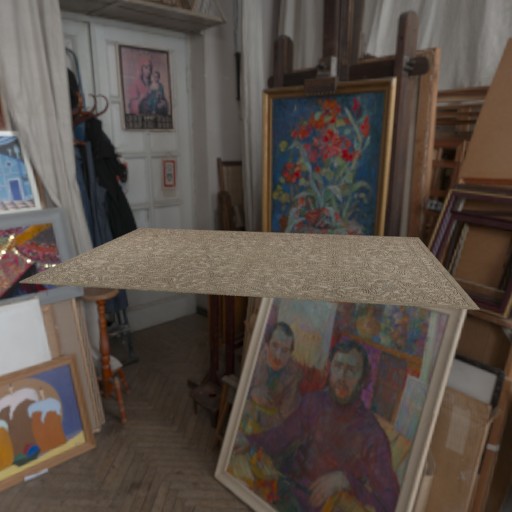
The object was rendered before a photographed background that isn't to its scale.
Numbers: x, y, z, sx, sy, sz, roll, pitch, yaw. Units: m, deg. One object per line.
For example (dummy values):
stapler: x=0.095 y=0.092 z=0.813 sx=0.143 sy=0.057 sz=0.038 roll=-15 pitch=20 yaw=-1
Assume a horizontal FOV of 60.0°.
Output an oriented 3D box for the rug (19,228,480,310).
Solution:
rug: x=0.000 y=0.000 z=2.310 sx=1.827 sy=0.006 sz=1.221 roll=2 pitch=15 yaw=10
